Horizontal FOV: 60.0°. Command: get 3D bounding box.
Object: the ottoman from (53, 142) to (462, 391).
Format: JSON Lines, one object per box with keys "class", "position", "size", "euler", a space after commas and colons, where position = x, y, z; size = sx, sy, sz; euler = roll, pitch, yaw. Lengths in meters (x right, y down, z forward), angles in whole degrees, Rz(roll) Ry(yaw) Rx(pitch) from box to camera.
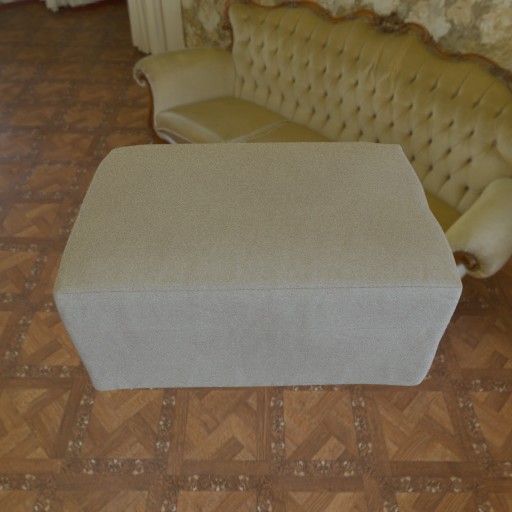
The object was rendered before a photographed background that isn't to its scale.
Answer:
{"class": "ottoman", "position": [0.000, 0.000, 1.200], "size": [0.872, 0.444, 0.590], "euler": [-1, 45, -1]}
